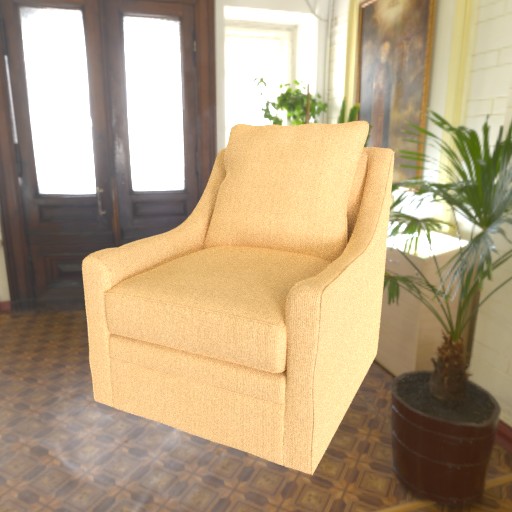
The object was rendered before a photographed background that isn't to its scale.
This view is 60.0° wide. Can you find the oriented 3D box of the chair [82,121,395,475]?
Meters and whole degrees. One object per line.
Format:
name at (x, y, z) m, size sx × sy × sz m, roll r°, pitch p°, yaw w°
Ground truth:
chair at (0.000, 0.000, 1.539) m, size 0.760 × 0.927 × 0.876 m, roll 7°, pitch 15°, yaw 26°
